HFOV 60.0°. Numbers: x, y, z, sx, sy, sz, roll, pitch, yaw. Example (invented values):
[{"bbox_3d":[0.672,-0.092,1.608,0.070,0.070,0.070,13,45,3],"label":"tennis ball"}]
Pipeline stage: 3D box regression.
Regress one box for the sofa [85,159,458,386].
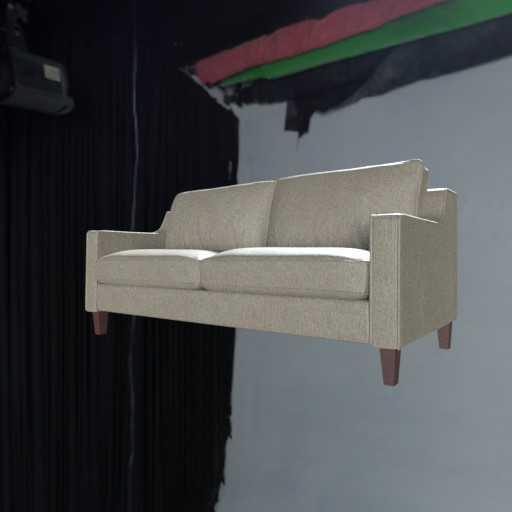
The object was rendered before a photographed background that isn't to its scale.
[{"bbox_3d":[0.000,0.000,2.819,2.181,1.074,1.073,0,0,36],"label":"sofa"}]
